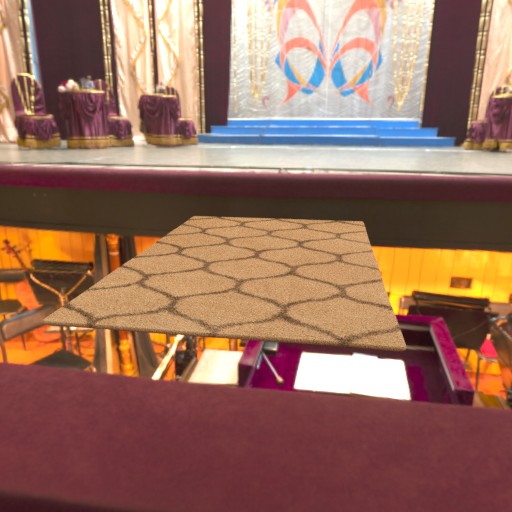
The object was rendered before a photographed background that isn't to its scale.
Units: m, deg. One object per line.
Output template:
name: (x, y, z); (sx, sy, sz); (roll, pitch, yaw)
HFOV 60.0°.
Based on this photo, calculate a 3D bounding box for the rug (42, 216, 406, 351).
rug: (0.000, 0.000, 3.397); (1.801, 0.026, 2.701); (3, 17, 9)
